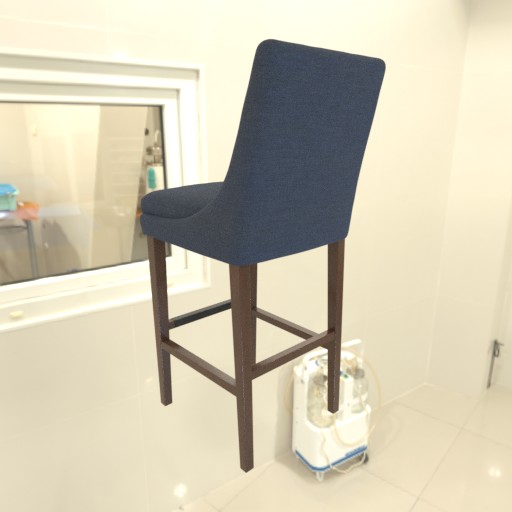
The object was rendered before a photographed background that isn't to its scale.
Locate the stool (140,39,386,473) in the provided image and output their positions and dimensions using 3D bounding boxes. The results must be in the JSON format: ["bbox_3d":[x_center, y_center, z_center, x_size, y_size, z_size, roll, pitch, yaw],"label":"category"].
[{"bbox_3d":[0.000,0.000,1.326,0.470,1.078,0.577,-14,22,-41],"label":"stool"}]
